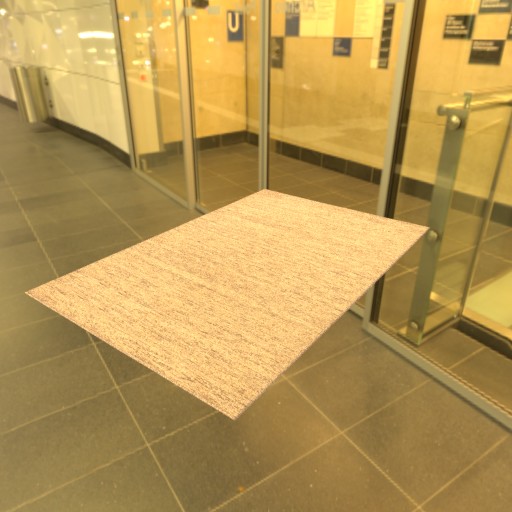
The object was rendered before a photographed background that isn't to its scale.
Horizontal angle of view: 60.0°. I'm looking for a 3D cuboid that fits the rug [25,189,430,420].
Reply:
[{"bbox_3d":[0.000,0.000,2.329,1.225,0.013,1.840,19,32,32],"label":"rug"}]
